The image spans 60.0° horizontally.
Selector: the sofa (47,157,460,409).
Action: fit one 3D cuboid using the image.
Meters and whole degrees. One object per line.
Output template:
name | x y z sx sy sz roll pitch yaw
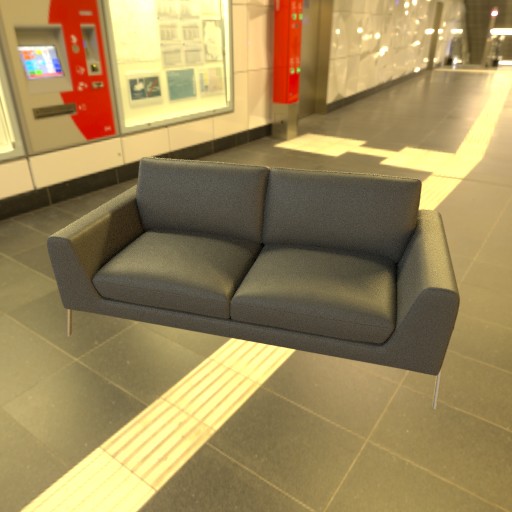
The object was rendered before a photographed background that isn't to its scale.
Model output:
sofa | 0.000 0.000 2.510 2.017 0.875 0.953 7 28 14
